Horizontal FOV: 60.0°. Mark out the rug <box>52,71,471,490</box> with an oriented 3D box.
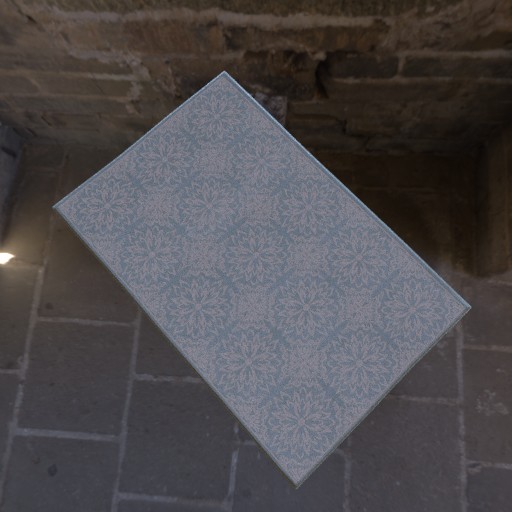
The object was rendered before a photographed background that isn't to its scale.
[{"bbox_3d":[0.000,0.000,3.379,1.819,0.018,2.746,-42,80,-9],"label":"rug"}]
